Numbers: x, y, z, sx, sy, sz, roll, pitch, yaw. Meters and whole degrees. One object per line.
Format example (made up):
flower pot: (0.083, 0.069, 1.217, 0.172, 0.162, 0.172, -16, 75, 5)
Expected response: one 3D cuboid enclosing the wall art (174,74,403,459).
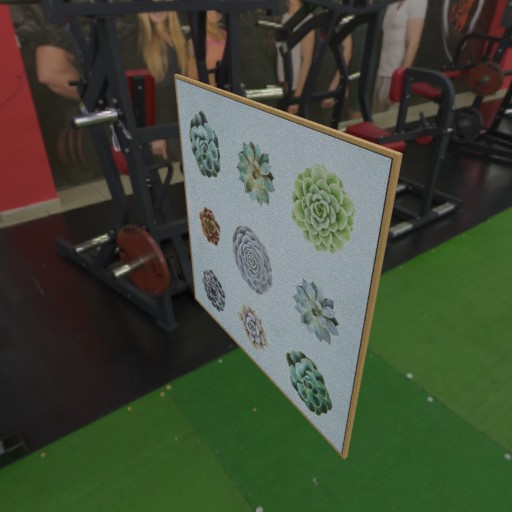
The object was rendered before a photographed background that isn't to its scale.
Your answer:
wall art: (0.000, 0.000, 1.428, 0.013, 0.959, 0.962, -20, 38, -29)
